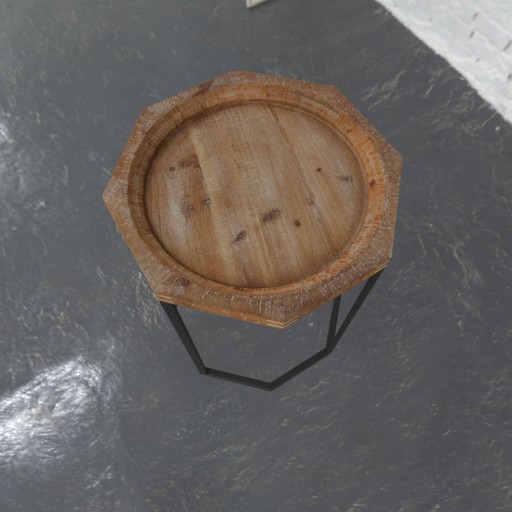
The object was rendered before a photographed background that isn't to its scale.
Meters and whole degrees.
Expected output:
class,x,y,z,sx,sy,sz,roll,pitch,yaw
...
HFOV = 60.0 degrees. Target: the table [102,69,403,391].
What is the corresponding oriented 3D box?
class,x,y,z,sx,sy,sz,roll,pitch,yaw
table,0.000,0.000,0.909,0.458,0.543,0.458,33,68,15
